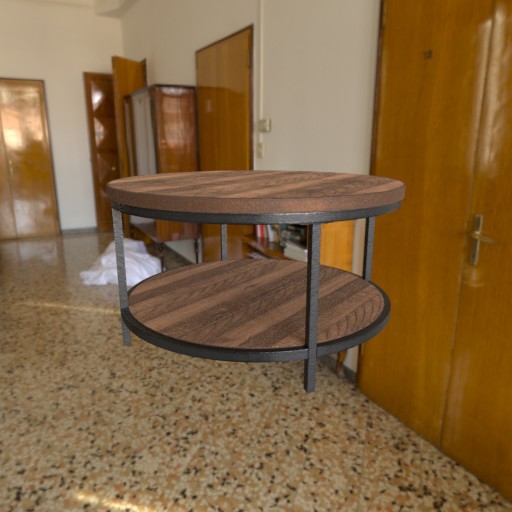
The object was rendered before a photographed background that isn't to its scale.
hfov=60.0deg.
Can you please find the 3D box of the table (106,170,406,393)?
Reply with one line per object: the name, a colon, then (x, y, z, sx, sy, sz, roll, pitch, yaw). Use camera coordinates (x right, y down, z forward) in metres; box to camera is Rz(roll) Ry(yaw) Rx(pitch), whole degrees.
table: (0.000, 0.000, 1.363, 0.837, 0.462, 0.837, 0, 15, 0)
